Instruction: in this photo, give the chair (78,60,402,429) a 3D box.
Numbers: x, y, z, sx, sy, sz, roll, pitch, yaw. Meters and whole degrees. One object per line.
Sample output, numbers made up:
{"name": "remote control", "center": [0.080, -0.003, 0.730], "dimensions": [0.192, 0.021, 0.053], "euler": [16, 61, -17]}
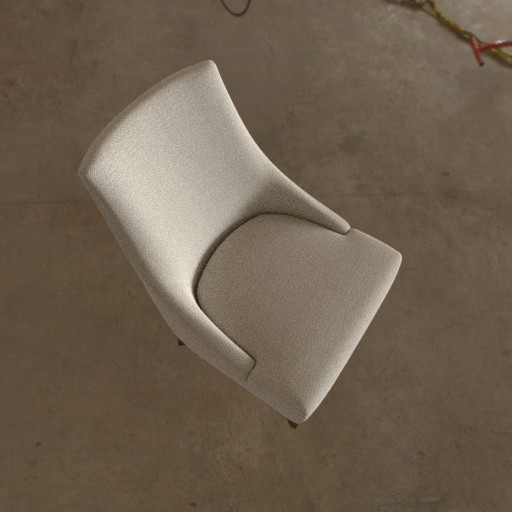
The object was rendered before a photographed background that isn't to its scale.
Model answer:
{"name": "chair", "center": [0.000, 0.000, 1.507], "dimensions": [0.861, 0.909, 0.701], "euler": [31, 64, 17]}
